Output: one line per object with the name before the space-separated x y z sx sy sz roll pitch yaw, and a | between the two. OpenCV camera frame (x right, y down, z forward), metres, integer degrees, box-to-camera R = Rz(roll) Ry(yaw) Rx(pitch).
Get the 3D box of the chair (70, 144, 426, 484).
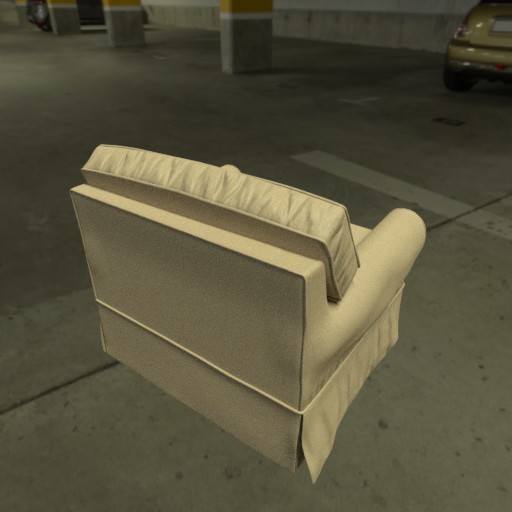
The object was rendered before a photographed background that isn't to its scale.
chair | 0.000 0.000 1.780 1.096 0.937 0.903 20 36 31
